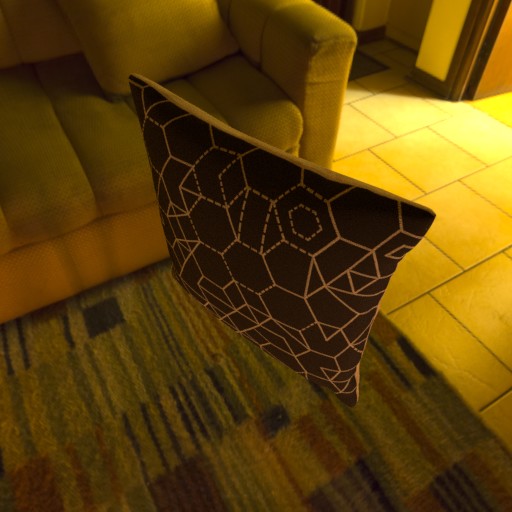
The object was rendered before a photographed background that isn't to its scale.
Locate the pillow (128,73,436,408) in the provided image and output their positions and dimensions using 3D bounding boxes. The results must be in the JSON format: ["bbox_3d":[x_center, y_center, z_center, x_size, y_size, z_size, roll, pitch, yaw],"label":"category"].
[{"bbox_3d":[0.000,0.000,0.784,0.517,0.508,0.158,31,55,25],"label":"pillow"}]
